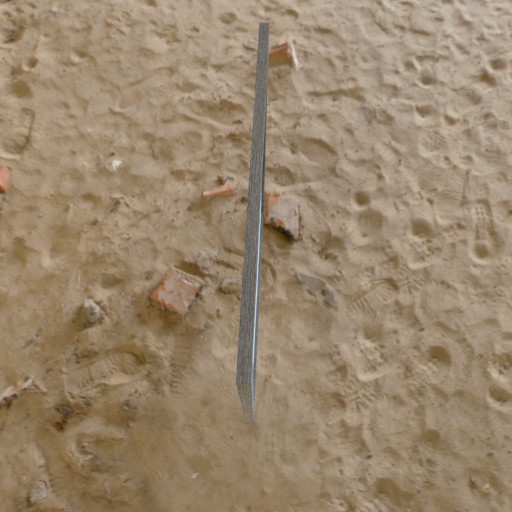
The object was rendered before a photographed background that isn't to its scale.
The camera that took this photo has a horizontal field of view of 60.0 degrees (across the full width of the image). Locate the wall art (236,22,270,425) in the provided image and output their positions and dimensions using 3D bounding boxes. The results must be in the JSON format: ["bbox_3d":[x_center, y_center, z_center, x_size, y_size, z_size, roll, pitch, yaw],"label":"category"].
[{"bbox_3d":[0.000,0.000,1.029,0.020,0.685,0.685,3,65,1],"label":"wall art"}]
